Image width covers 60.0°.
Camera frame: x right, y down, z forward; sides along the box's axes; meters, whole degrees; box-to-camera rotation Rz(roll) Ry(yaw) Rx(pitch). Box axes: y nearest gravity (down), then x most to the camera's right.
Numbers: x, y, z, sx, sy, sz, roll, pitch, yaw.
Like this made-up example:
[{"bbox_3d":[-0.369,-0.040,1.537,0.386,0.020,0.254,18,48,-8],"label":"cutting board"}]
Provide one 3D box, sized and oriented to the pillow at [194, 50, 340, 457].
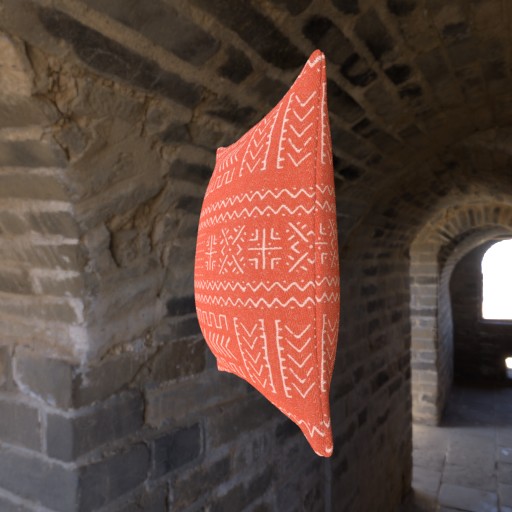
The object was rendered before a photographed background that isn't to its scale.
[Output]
[{"bbox_3d":[0.000,0.000,0.654,0.164,0.429,0.438,1,-2,-19],"label":"pillow"}]
